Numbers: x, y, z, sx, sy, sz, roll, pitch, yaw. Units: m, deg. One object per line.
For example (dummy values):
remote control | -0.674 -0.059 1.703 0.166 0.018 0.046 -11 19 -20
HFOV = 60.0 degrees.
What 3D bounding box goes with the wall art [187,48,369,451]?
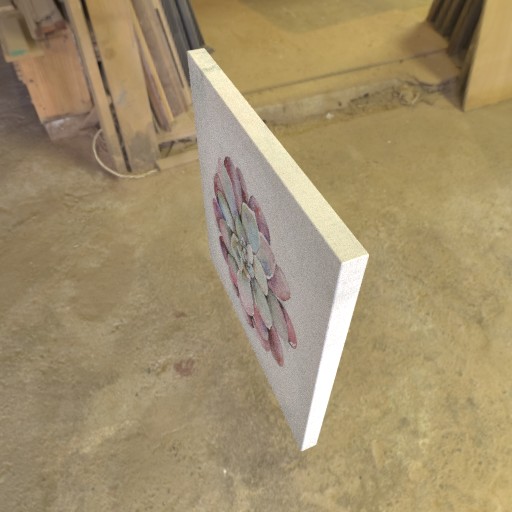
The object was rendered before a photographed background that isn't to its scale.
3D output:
wall art | 0.000 0.000 0.914 0.044 0.605 0.605 -17 50 -15
